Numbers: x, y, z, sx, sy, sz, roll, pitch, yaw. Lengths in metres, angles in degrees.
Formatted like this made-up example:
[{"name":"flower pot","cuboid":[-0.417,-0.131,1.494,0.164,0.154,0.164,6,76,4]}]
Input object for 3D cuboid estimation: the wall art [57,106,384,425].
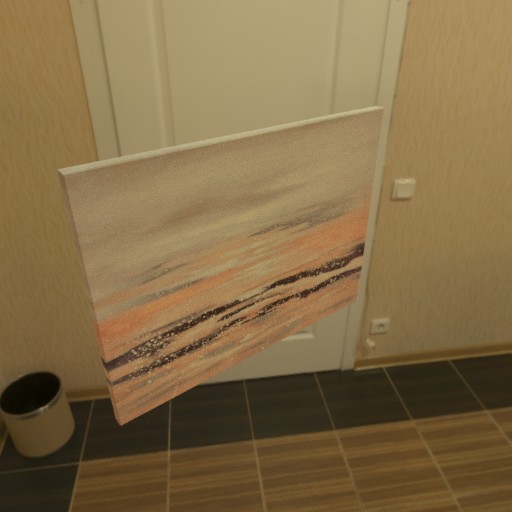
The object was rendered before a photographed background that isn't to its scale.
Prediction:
[{"name":"wall art","cuboid":[0.000,0.000,1.366,1.015,0.763,0.038,-21,36,-32]}]
